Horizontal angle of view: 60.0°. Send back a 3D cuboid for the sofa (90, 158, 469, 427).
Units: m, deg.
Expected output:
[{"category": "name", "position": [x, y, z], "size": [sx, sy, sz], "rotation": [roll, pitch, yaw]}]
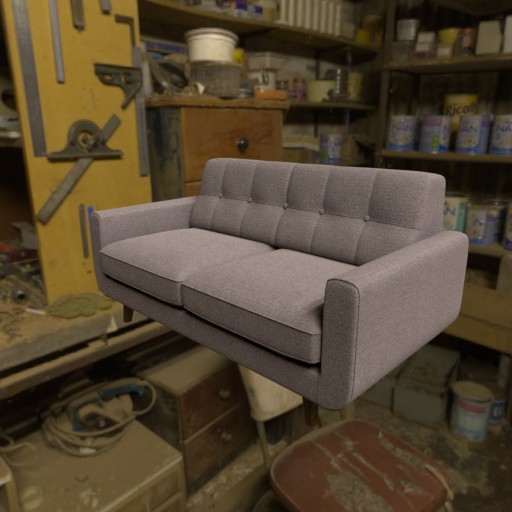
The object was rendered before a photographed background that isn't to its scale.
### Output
[{"category": "sofa", "position": [0.000, 0.000, 2.124], "size": [1.631, 0.841, 0.909], "rotation": [15, 22, 42]}]
